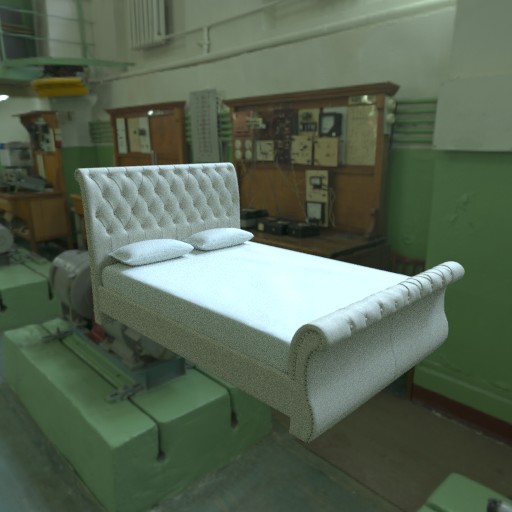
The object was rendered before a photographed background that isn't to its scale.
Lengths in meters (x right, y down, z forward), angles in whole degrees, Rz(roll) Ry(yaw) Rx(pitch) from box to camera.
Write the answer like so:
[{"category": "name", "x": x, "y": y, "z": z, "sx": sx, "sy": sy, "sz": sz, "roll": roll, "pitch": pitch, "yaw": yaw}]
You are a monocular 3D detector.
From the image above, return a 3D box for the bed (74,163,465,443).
[{"category": "bed", "x": 0.000, "y": 0.000, "z": 3.355, "sx": 1.606, "sy": 1.268, "sz": 2.493, "roll": -14, "pitch": 20, "yaw": -43}]
